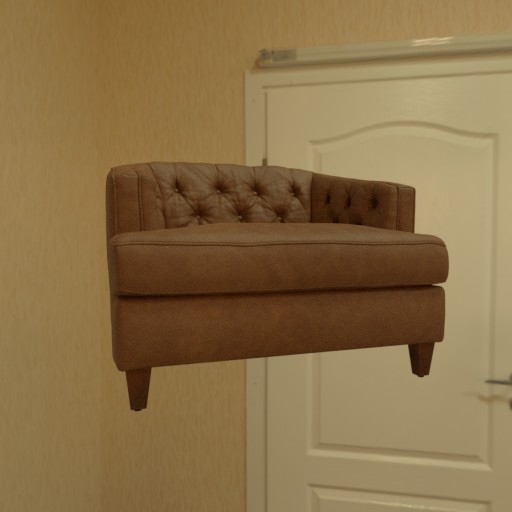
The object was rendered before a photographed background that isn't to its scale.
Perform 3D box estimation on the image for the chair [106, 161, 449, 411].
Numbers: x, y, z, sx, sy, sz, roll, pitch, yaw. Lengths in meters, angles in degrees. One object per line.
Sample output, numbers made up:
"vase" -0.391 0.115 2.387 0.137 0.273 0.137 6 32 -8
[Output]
"chair" 0.000 0.000 1.748 1.119 0.836 0.911 -1 2 -19
